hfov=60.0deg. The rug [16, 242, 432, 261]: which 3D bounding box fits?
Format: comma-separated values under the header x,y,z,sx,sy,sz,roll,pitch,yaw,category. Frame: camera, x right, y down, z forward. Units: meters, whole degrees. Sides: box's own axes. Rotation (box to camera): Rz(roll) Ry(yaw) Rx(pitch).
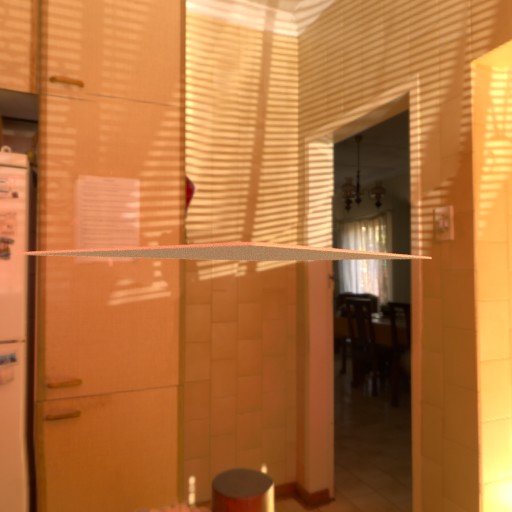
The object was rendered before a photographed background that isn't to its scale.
x,y,z,sx,sy,sz,roll,pitch,yaw,category
0.000,0.000,2.700,1.524,0.013,2.134,-1,-2,36,rug
